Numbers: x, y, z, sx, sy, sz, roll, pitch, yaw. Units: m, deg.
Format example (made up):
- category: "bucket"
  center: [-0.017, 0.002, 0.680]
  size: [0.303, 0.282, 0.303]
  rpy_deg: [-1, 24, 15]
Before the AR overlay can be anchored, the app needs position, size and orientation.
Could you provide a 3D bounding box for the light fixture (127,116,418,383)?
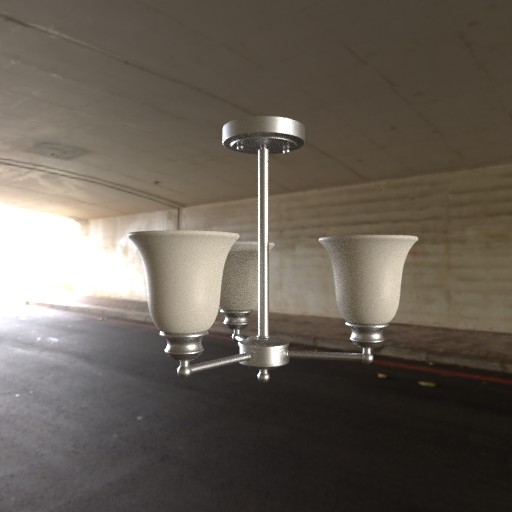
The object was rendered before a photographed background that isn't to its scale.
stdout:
- category: "light fixture"
  center: [0.000, 0.000, 0.683]
  size: [0.388, 0.370, 0.354]
  rpy_deg: [0, -1, -18]
